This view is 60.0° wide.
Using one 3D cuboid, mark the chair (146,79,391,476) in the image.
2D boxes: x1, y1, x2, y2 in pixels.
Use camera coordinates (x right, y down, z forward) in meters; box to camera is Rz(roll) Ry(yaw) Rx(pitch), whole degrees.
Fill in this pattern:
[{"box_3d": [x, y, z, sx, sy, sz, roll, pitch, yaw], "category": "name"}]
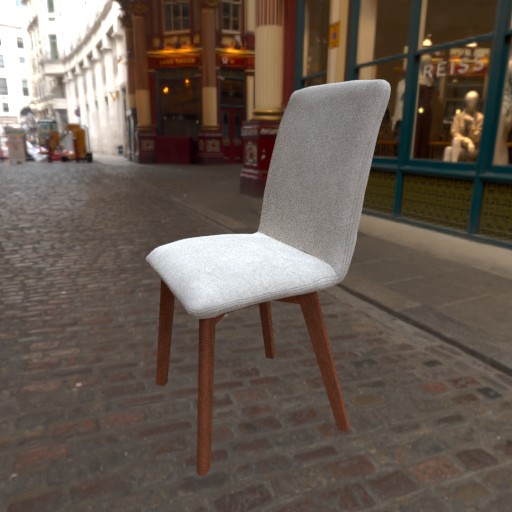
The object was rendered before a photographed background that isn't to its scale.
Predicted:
[{"box_3d": [0.000, 0.000, 1.308, 0.563, 0.974, 0.522, -7, 17, -24], "category": "chair"}]
